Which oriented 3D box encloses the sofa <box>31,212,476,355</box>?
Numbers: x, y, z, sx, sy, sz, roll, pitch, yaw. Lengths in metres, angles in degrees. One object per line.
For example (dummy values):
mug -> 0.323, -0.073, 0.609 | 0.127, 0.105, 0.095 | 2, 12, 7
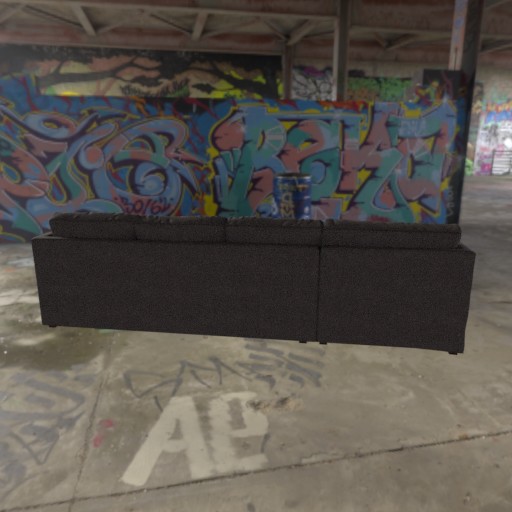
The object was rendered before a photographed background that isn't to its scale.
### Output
sofa -> 0.000, 0.000, 3.953 | 3.205, 0.922, 1.650 | 2, 14, 8
